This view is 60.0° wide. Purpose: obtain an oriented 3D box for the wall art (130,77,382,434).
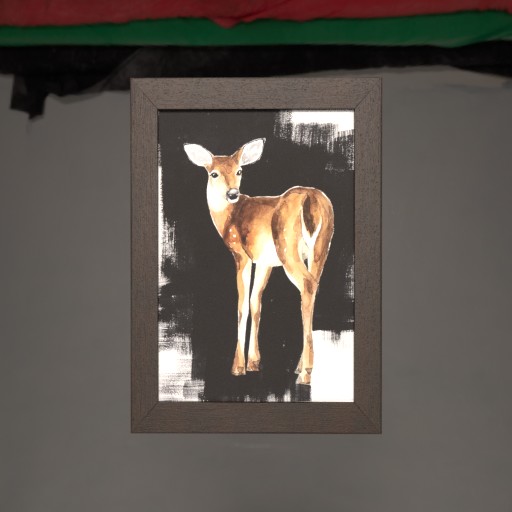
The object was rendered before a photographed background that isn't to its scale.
[{"bbox_3d":[0.000,0.000,0.637,0.359,0.508,0.013,0,0,0],"label":"wall art"}]
